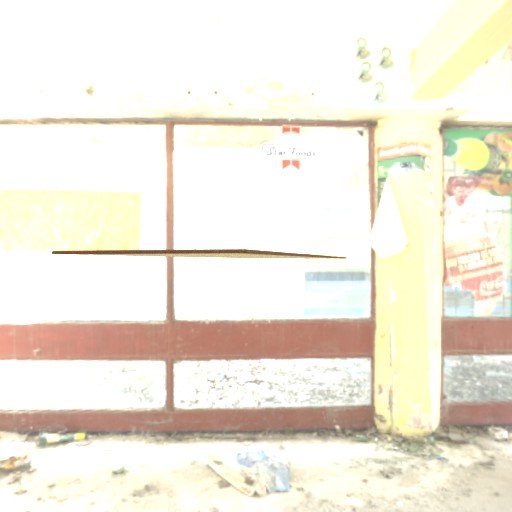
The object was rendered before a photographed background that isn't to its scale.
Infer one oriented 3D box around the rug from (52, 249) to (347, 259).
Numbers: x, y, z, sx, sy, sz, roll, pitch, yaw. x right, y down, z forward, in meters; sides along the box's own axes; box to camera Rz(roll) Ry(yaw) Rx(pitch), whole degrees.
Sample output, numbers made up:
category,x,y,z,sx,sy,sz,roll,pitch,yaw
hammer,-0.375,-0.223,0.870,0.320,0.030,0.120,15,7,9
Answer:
category,x,y,z,sx,sy,sz,roll,pitch,yaw
rug,0.000,0.000,2.650,0.764,0.017,2.439,0,-1,19
